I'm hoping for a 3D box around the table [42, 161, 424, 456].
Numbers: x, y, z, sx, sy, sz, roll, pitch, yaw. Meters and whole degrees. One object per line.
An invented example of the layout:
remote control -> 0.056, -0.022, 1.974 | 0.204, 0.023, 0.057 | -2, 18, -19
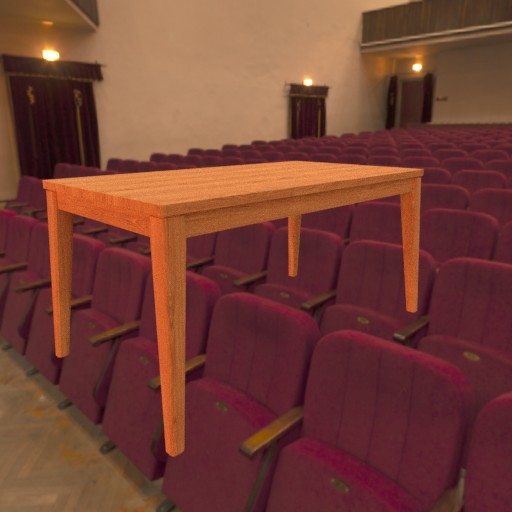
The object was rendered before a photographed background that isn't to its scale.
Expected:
table -> 0.000, 0.000, 2.080 | 1.600, 0.760, 0.900 | -15, 22, -43
